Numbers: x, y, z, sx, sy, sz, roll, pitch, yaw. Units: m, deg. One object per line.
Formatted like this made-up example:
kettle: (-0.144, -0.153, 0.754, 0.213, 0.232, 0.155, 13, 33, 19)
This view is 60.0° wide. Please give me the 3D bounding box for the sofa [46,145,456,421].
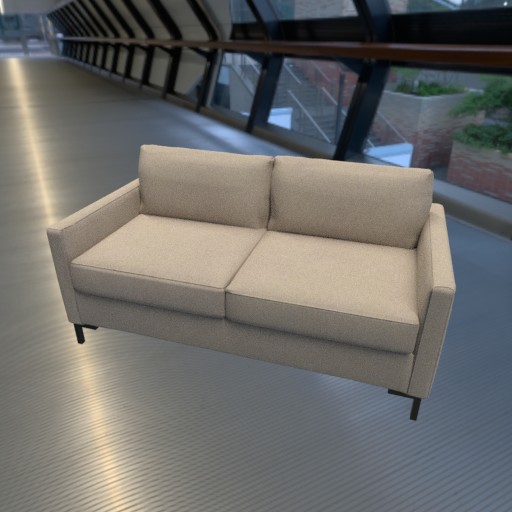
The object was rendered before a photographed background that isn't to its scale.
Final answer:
sofa: (0.000, 0.000, 2.123, 1.682, 0.840, 0.875, 8, 29, 16)
